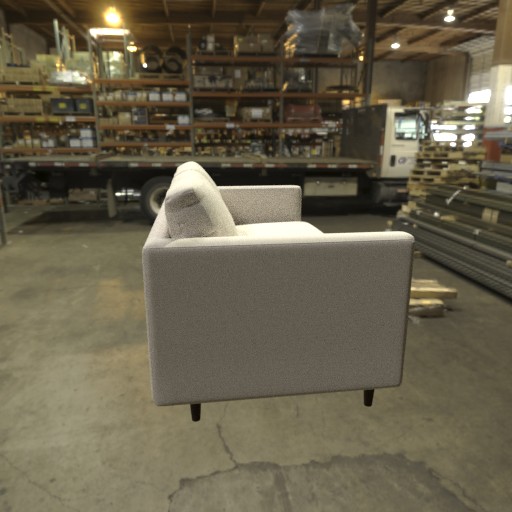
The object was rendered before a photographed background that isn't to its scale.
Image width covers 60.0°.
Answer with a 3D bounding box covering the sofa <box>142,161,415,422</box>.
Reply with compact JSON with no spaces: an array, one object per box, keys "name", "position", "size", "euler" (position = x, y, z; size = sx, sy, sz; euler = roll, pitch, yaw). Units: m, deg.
[{"name":"sofa","position":[0.000,0.000,2.269],"size":[0.940,0.893,1.713],"euler":[-2,15,-8]}]
